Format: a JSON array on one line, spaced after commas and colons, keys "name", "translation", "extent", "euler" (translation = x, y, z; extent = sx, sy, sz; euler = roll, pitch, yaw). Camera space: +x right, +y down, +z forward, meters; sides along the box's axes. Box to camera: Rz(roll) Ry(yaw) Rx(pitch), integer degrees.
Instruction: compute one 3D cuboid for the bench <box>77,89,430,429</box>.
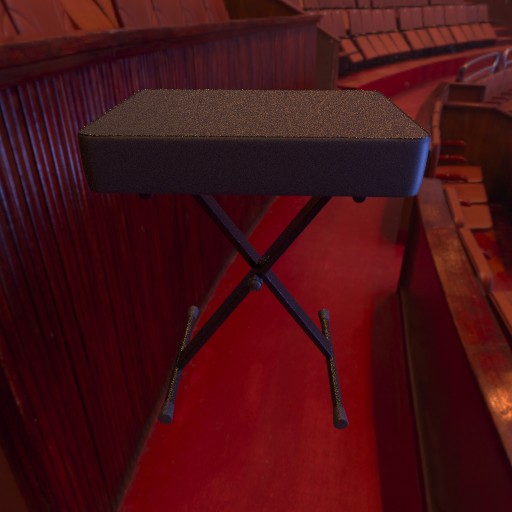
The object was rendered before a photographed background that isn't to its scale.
[{"name": "bench", "translation": [0.000, 0.000, 0.775], "extent": [0.424, 0.500, 0.321], "euler": [1, 30, 2]}]
